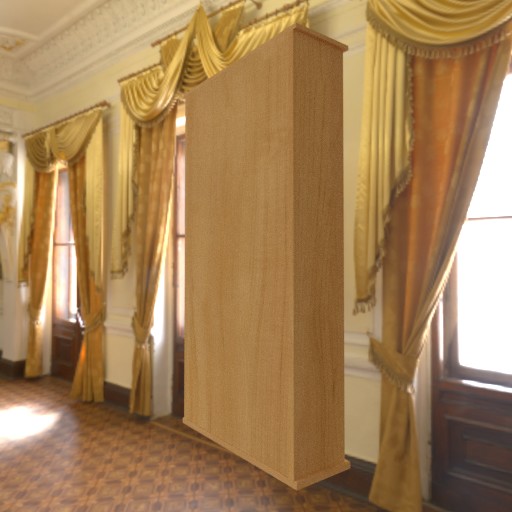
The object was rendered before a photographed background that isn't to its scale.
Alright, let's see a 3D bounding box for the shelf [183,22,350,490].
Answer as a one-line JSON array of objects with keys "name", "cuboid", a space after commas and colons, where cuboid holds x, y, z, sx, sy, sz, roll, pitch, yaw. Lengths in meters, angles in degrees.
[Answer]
[{"name": "shelf", "cuboid": [0.000, 0.000, 1.229, 0.175, 1.030, 0.520, 1, -1, -37]}]
